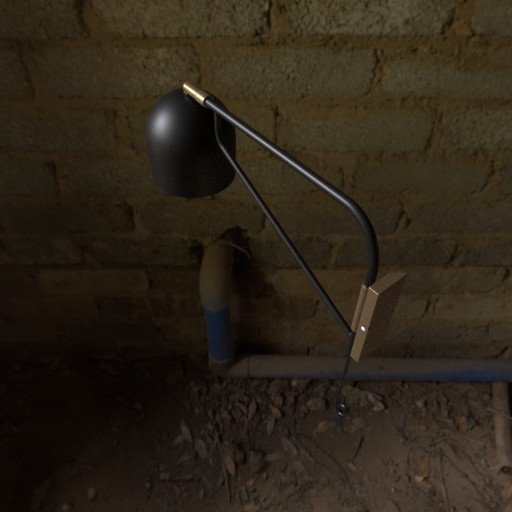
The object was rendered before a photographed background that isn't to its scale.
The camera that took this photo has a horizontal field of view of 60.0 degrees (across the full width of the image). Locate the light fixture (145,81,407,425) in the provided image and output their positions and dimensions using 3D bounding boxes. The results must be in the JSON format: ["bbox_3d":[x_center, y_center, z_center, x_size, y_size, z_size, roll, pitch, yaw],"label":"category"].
[{"bbox_3d":[0.000,0.000,1.076,0.215,0.696,0.720,-29,52,-26],"label":"light fixture"}]
